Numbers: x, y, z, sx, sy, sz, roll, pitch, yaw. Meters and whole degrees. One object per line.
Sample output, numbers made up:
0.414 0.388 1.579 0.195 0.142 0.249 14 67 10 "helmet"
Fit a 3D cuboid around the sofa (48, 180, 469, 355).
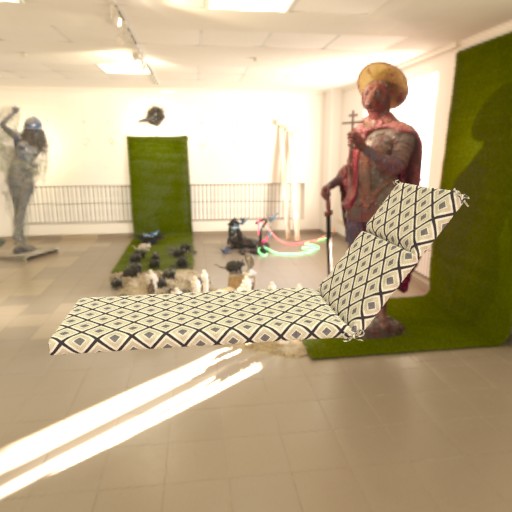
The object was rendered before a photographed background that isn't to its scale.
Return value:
0.000 0.000 1.963 1.663 0.622 0.582 -2 14 -8 "sofa"
